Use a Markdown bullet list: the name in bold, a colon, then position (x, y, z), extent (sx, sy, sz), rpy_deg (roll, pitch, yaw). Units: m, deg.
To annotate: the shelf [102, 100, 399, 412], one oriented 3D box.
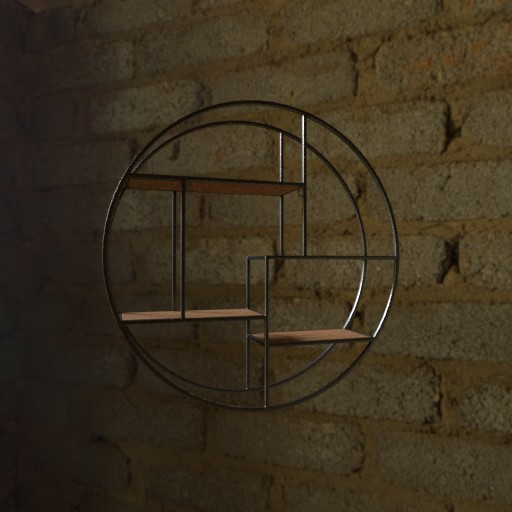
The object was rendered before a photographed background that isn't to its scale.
- **shelf**: position (0.000, 0.000, 1.362), extent (0.888, 0.888, 0.202), rpy_deg (0, -1, -18)
